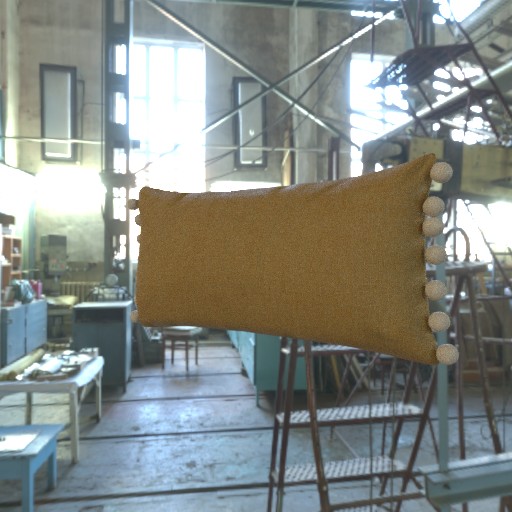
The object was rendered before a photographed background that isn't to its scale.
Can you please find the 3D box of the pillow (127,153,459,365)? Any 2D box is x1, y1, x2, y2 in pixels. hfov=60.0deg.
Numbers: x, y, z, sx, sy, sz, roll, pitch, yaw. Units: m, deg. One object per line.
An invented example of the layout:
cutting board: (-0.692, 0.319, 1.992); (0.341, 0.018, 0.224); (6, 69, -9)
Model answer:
pillow: (0.000, 0.000, 0.829); (0.709, 0.322, 0.201); (0, 0, 37)
